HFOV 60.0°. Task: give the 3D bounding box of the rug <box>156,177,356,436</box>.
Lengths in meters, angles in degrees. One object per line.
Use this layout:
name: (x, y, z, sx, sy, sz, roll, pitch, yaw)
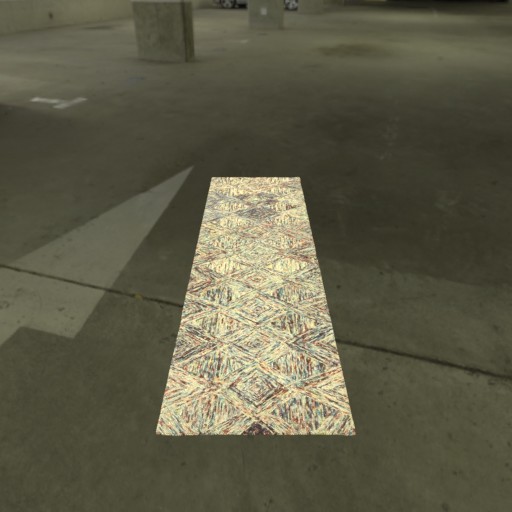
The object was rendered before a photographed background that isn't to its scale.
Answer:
rug: (0.000, 0.000, 2.481, 0.688, 0.015, 2.292, 0, 32, 0)
